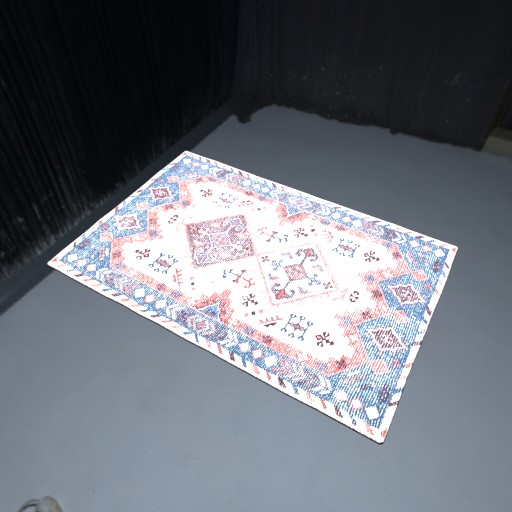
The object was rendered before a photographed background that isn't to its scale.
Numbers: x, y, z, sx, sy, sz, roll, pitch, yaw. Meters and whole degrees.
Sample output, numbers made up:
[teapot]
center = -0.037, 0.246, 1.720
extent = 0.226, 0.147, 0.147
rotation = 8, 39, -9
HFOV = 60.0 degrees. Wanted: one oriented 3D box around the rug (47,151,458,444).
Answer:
[rug]
center = 0.000, 0.000, 2.362
extent = 1.840, 0.015, 1.225
rotation = 23, 51, 20
